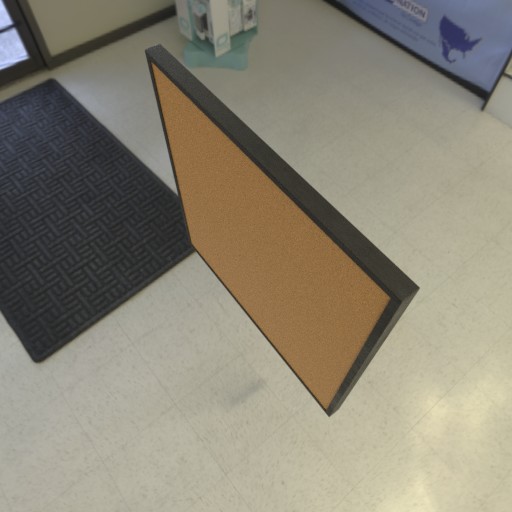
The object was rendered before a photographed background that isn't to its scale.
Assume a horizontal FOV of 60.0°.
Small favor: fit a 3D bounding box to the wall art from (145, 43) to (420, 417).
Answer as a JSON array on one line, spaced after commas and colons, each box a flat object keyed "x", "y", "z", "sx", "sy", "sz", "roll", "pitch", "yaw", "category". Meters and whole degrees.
[{"x": 0.000, "y": 0.000, "z": 1.136, "sx": 0.039, "sy": 0.763, "sz": 0.763, "roll": -32, "pitch": 63, "yaw": -18, "category": "wall art"}]
